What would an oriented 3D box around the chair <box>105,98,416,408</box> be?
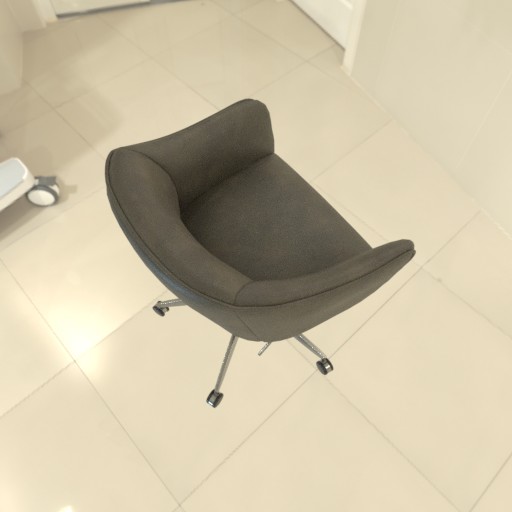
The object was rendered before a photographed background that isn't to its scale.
[{"bbox_3d":[0.000,0.000,1.370,0.689,0.827,0.713,-32,64,-18],"label":"chair"}]
